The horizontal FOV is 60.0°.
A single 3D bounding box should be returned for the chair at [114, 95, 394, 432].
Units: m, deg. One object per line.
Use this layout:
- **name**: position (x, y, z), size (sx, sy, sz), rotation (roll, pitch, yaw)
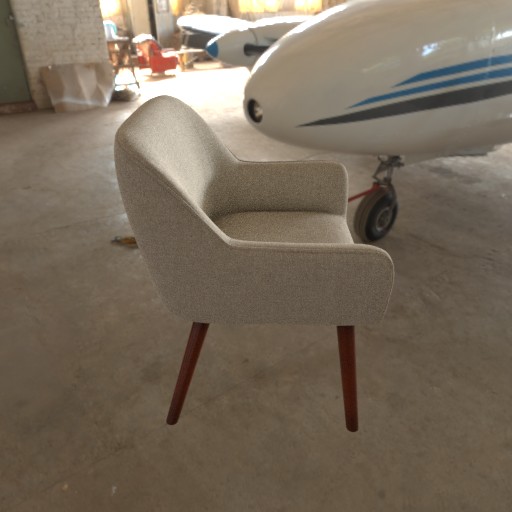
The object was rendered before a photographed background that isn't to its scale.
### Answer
- **chair**: position (0.000, 0.000, 1.271), size (0.610, 0.813, 0.610), rotation (0, 31, 0)
